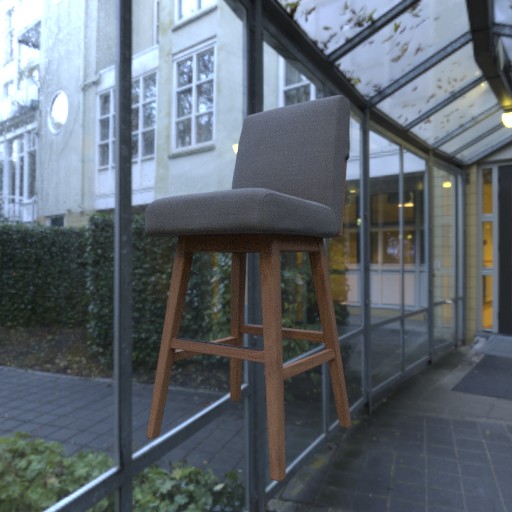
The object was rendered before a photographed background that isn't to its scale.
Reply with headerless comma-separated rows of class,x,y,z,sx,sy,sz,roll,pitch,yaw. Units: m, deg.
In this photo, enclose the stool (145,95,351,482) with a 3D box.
stool,0.000,0.000,1.425,0.483,1.112,0.570,0,0,35
